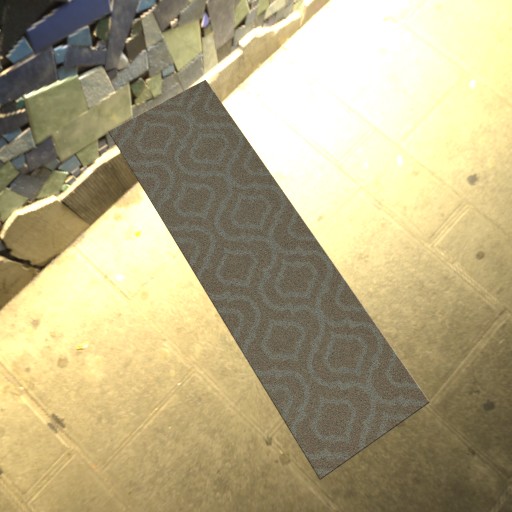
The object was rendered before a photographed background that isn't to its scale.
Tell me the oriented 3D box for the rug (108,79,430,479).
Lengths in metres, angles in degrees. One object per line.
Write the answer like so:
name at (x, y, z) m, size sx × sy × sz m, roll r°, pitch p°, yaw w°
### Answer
rug at (0.000, 0.000, 2.499) m, size 0.691 × 0.013 × 2.289 m, roll -31°, pitch 77°, yaw -8°
